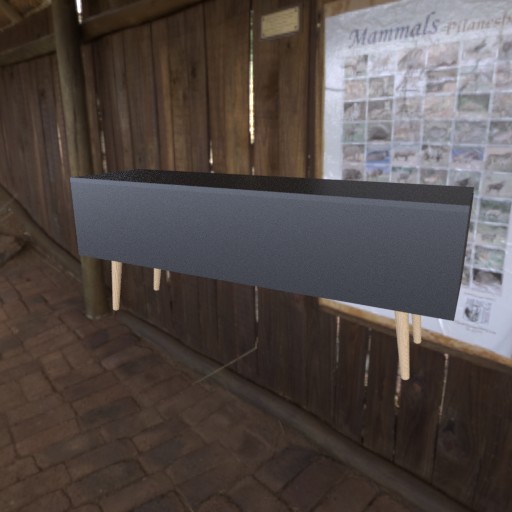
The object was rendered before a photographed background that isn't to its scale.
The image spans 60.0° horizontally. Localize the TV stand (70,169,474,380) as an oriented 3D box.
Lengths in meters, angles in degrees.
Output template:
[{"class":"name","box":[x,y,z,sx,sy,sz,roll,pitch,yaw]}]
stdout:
[{"class":"TV stand","box":[0.000,0.000,1.553,1.312,0.518,0.390,8,18,26]}]
